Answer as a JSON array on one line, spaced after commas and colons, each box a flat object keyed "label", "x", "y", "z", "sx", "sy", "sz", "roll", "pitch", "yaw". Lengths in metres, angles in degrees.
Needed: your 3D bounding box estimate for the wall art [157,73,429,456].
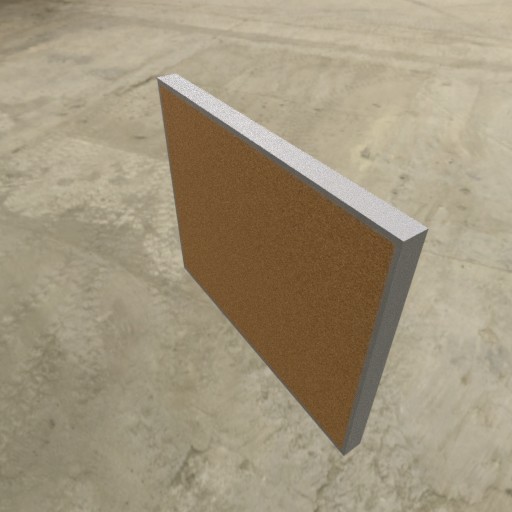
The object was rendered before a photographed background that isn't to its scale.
[{"label": "wall art", "x": 0.000, "y": 0.000, "z": 0.759, "sx": 0.037, "sy": 0.450, "sz": 0.557, "roll": -24, "pitch": 46, "yaw": -26}]
